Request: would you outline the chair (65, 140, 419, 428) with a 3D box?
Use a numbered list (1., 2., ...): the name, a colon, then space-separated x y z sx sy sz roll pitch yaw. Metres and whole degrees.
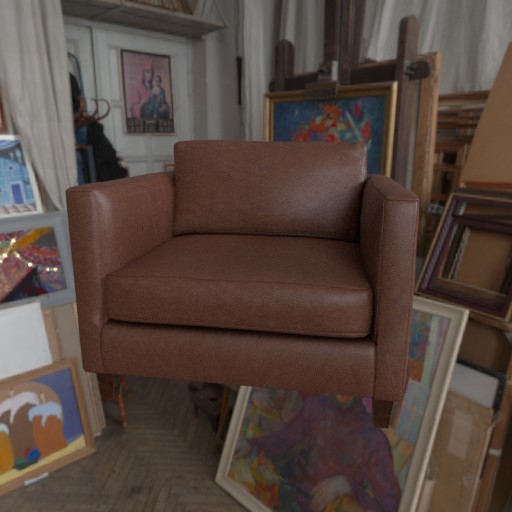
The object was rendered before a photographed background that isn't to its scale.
1. chair: 0.000 0.000 1.797 1.107 0.917 0.959 2 14 10
